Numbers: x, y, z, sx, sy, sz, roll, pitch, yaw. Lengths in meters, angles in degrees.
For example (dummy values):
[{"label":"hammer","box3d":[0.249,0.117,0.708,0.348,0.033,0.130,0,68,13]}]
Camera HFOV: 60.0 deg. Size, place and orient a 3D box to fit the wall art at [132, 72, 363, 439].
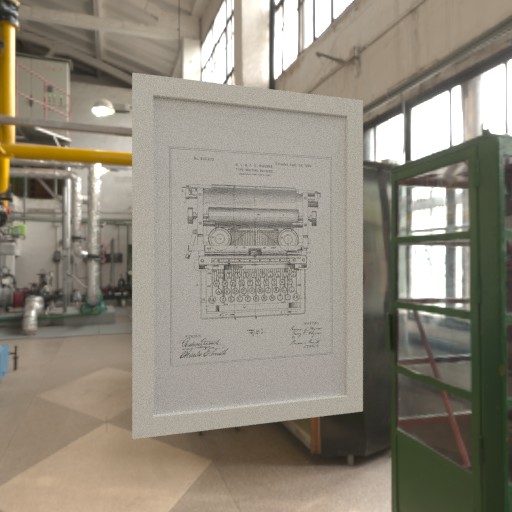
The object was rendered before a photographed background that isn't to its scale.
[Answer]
[{"label":"wall art","box3d":[0.000,0.000,0.708,0.381,0.533,0.013,0,0,-18]}]
